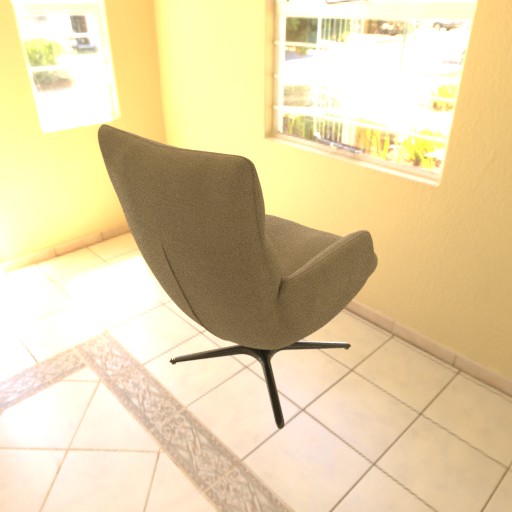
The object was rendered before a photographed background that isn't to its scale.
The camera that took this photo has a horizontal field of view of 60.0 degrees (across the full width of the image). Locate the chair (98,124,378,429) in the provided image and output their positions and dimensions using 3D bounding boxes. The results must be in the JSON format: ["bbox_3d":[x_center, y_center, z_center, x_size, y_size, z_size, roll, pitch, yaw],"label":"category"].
[{"bbox_3d":[0.000,0.000,1.610,0.711,1.016,0.889,20,36,31],"label":"chair"}]
